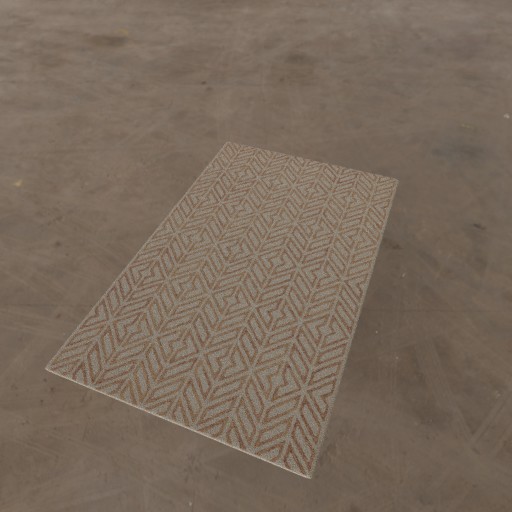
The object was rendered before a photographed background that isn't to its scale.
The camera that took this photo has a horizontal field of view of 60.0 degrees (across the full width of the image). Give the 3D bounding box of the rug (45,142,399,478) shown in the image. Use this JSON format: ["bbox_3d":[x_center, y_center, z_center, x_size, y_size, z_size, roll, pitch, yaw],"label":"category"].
[{"bbox_3d":[0.000,0.000,3.006,1.523,0.008,2.438,16,49,15],"label":"rug"}]
